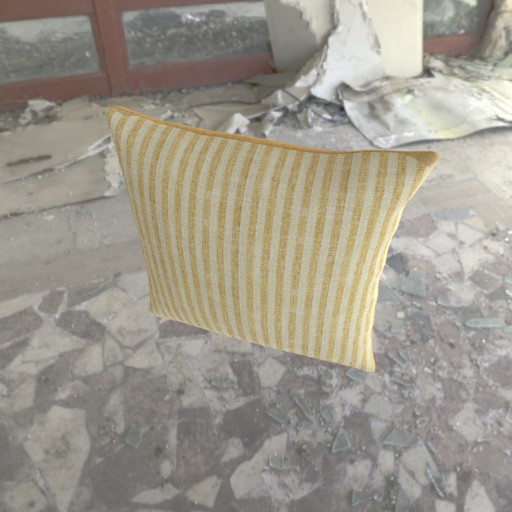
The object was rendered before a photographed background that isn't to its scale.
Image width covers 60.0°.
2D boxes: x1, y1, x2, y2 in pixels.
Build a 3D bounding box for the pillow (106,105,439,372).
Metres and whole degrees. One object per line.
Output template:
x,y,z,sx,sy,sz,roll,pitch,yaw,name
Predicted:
0.000,0.000,0.658,0.419,0.407,0.173,12,43,13,pillow
